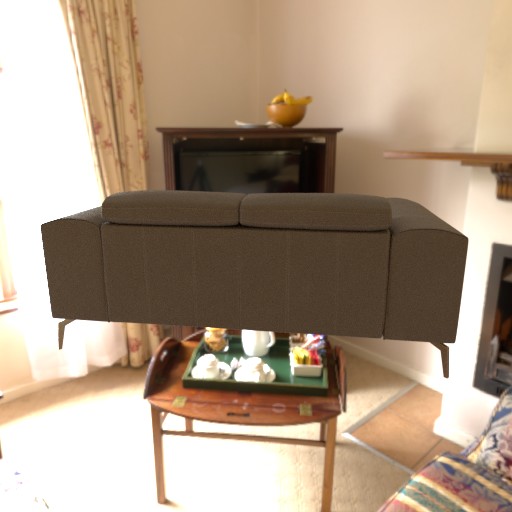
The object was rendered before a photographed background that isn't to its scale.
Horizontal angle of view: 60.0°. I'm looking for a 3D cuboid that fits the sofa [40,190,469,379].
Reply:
[{"bbox_3d":[0.000,0.000,2.421,1.895,0.779,1.003,2,15,8],"label":"sofa"}]
